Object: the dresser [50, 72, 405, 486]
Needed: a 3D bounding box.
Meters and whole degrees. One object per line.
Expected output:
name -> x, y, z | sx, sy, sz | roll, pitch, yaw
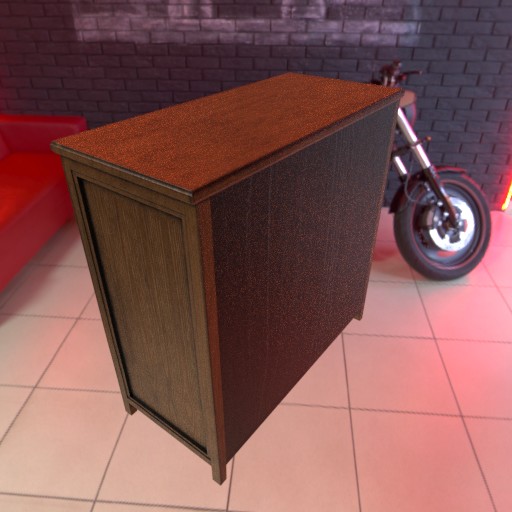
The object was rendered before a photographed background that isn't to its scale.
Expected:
dresser -> 0.000, 0.000, 1.889 | 0.591, 1.224, 1.250 | 23, 39, 30
